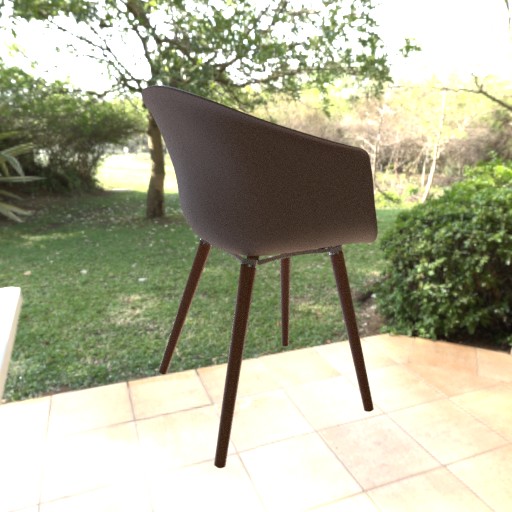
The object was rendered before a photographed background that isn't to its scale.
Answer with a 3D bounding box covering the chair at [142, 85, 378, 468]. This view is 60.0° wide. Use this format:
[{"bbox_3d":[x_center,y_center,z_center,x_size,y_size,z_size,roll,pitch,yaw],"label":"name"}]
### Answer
[{"bbox_3d":[0.000,0.000,1.121,0.504,0.781,0.593,-8,17,-26],"label":"chair"}]
